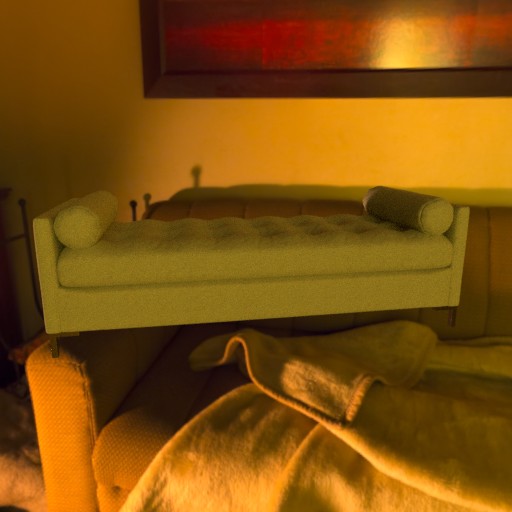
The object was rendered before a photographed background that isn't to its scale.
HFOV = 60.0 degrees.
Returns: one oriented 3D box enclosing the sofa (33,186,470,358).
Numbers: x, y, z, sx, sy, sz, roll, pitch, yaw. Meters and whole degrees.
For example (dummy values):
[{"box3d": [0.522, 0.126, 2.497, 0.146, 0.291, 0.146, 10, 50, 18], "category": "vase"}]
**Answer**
[{"box3d": [0.000, 0.000, 2.493, 2.102, 0.705, 0.796, -3, 14, -10], "category": "sofa"}]
